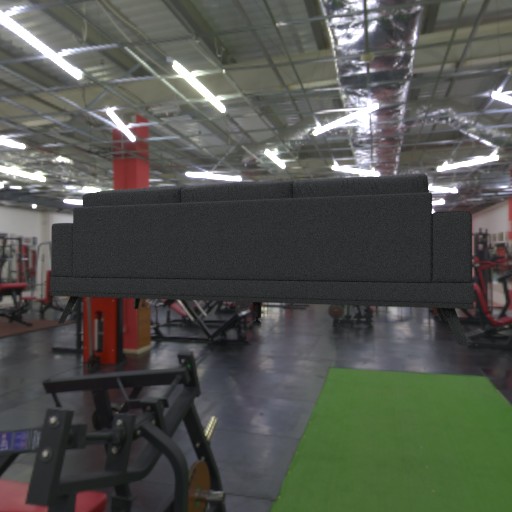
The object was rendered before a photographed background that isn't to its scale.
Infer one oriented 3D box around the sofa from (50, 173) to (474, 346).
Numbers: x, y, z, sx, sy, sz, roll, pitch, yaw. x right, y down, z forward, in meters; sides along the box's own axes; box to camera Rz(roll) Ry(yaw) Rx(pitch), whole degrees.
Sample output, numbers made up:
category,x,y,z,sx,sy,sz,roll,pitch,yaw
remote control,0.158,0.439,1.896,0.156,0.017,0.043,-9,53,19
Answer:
category,x,y,z,sx,sy,sz,roll,pitch,yaw
sofa,0.000,0.000,2.724,2.310,0.810,0.920,0,0,18
